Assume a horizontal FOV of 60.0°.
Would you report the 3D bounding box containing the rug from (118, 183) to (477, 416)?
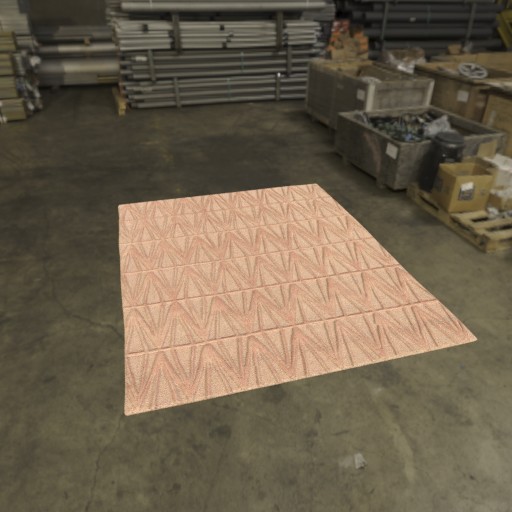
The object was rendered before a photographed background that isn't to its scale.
[{"bbox_3d":[0.000,0.000,4.121,2.453,0.043,3.052,-8,32,-13],"label":"rug"}]
